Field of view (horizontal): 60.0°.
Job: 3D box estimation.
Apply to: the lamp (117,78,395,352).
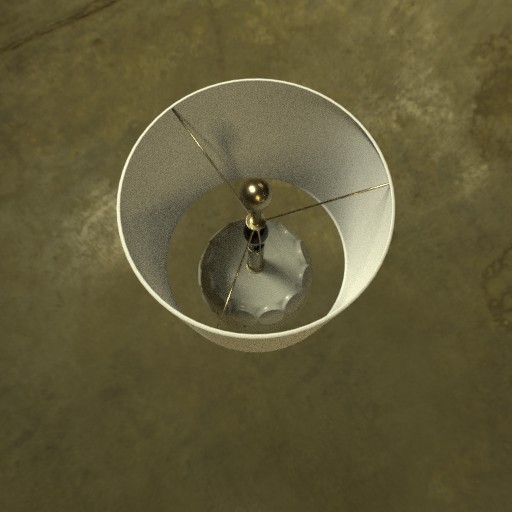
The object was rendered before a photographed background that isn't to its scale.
[{"bbox_3d":[0.000,0.000,0.601,0.254,0.452,0.254,0,75,0],"label":"lamp"}]
